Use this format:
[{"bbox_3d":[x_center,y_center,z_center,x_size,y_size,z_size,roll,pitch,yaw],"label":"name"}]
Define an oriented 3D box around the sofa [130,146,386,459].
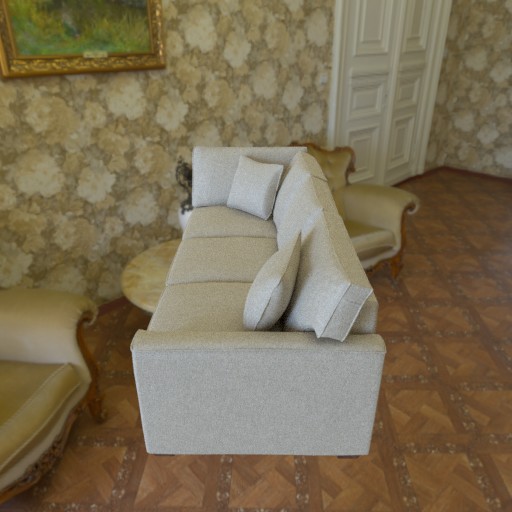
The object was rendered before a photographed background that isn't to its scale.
[{"bbox_3d":[0.000,0.000,2.822,1.053,0.948,2.323,0,26,1],"label":"sofa"}]
